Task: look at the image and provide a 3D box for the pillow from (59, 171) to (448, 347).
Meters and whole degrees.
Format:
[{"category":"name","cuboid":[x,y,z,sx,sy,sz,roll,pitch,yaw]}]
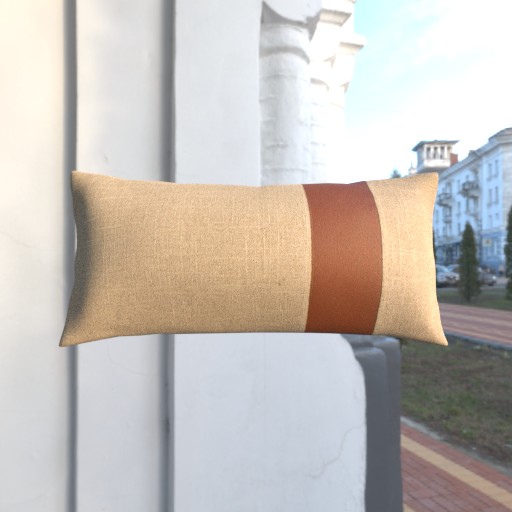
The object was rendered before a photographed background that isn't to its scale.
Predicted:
[{"category":"pillow","cuboid":[0.000,0.000,0.713,0.612,0.282,0.155,0,-1,-1]}]
